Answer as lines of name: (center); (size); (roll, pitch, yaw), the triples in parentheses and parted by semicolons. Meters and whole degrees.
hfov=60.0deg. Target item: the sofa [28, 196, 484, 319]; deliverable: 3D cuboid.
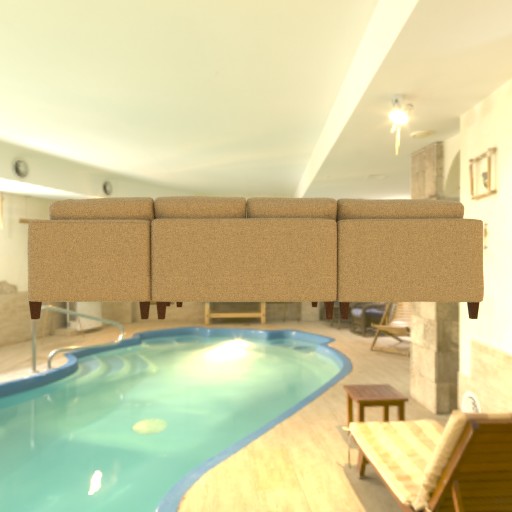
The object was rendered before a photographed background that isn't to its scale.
sofa: (0.000, 0.000, 4.577); (3.460, 0.959, 2.593); (0, 0, 0)
